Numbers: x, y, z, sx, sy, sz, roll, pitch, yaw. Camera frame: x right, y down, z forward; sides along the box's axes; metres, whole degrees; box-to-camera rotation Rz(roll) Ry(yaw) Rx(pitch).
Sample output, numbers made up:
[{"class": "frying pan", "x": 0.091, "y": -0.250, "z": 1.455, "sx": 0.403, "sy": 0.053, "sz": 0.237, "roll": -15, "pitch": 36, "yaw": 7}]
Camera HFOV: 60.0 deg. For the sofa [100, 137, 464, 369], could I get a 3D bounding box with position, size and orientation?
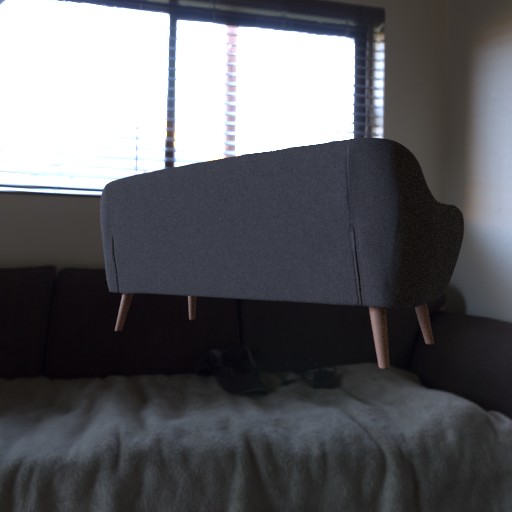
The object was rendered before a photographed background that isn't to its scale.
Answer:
[{"class": "sofa", "x": 0.000, "y": 0.000, "z": 2.241, "sx": 1.840, "sy": 0.820, "sz": 0.820, "roll": -1, "pitch": -1, "yaw": 36}]
